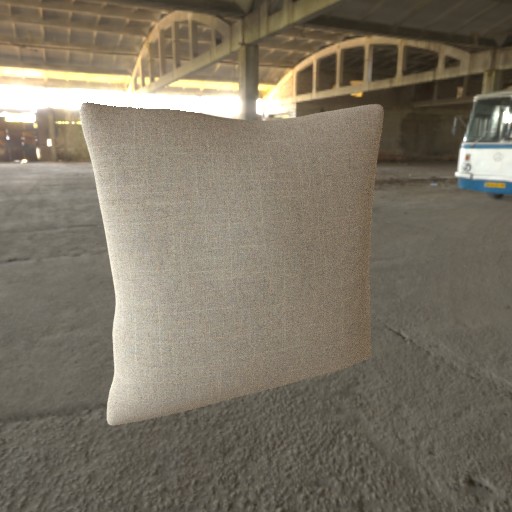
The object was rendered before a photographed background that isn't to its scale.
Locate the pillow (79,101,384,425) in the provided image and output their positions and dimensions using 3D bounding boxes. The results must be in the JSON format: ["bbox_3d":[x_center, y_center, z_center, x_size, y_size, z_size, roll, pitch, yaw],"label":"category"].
[{"bbox_3d":[0.000,0.000,0.831,0.578,0.558,0.192,-7,16,-24],"label":"pillow"}]
